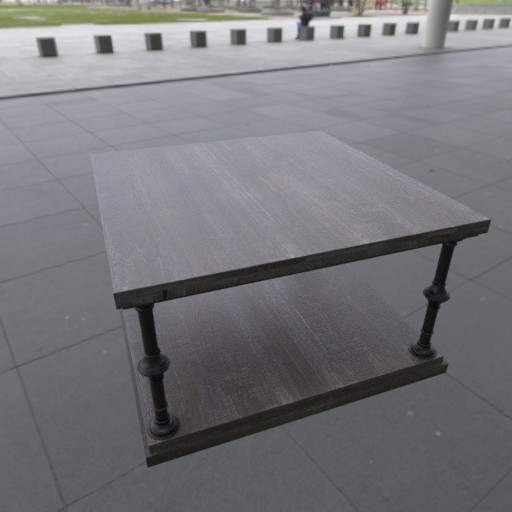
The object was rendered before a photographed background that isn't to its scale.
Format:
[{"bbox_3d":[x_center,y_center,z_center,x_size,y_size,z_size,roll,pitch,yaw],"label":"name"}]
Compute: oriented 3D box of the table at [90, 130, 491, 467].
[{"bbox_3d":[0.000,0.000,1.120,0.696,0.400,0.696,-11,32,-18],"label":"table"}]
